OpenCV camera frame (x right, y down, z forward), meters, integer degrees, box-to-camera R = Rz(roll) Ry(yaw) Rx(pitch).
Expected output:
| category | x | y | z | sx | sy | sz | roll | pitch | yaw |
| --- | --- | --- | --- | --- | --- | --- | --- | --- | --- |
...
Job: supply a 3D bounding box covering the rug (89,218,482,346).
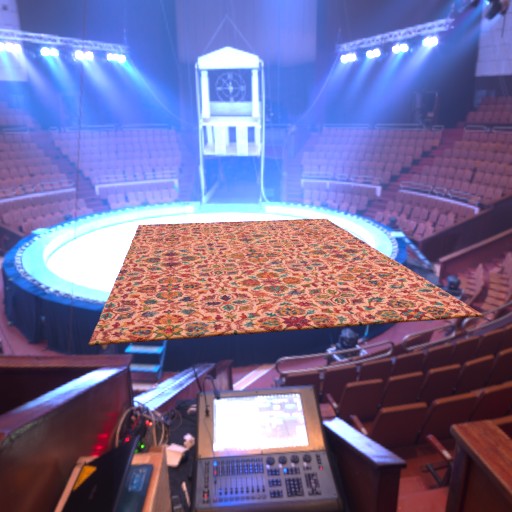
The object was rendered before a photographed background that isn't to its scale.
| category | x | y | z | sx | sy | sz | roll | pitch | yaw |
| --- | --- | --- | --- | --- | --- | --- | --- | --- | --- |
| rug | 0.000 | 0.000 | 4.198 | 2.446 | 0.020 | 3.215 | -3 | 16 | -9 |
